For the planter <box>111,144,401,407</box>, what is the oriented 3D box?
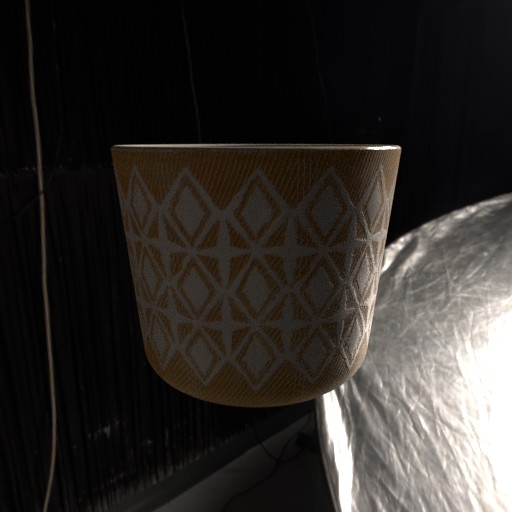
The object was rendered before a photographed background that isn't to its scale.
[{"bbox_3d":[0.000,0.000,0.215,0.126,0.104,0.126,0,15,0],"label":"planter"}]
